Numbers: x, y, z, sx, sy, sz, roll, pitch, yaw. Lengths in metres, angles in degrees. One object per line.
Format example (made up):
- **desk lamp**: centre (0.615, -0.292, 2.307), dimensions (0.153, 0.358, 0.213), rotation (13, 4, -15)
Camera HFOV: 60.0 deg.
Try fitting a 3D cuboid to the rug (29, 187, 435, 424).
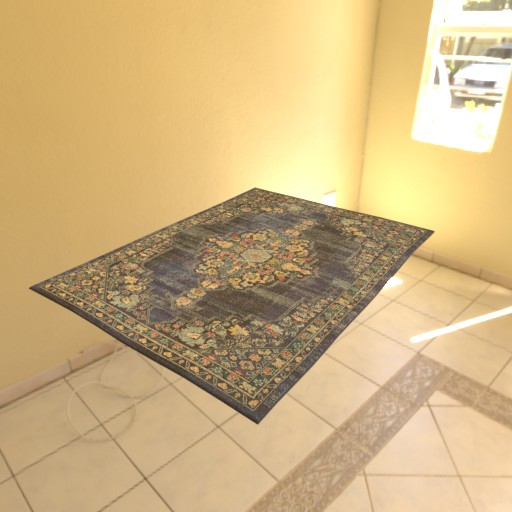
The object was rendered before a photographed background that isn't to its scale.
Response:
- **rug**: centre (0.000, 0.000, 4.769), dimensions (2.716, 0.035, 3.612), rotation (19, 33, 32)
